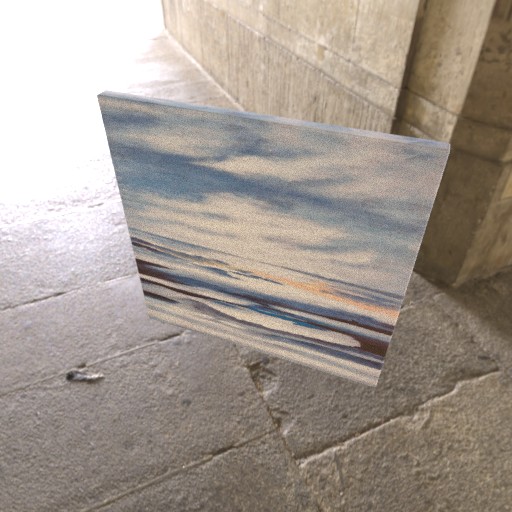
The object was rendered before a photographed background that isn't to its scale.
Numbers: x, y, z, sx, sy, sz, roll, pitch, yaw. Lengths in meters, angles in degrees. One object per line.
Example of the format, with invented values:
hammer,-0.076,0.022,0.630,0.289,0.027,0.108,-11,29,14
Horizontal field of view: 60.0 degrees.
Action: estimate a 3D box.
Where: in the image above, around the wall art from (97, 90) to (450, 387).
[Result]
wall art,0.000,0.000,1.140,0.747,0.747,0.035,14,43,15
